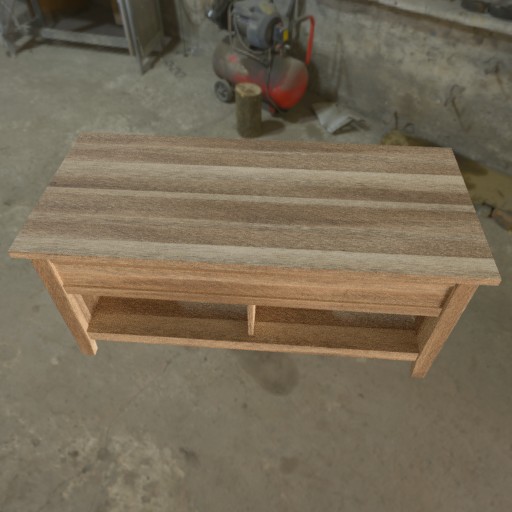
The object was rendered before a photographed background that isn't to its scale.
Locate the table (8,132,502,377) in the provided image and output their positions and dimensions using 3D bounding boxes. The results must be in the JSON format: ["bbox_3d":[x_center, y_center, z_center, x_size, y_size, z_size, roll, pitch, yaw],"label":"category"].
[{"bbox_3d":[0.000,0.000,1.321,1.095,0.480,0.493,3,48,3],"label":"table"}]
